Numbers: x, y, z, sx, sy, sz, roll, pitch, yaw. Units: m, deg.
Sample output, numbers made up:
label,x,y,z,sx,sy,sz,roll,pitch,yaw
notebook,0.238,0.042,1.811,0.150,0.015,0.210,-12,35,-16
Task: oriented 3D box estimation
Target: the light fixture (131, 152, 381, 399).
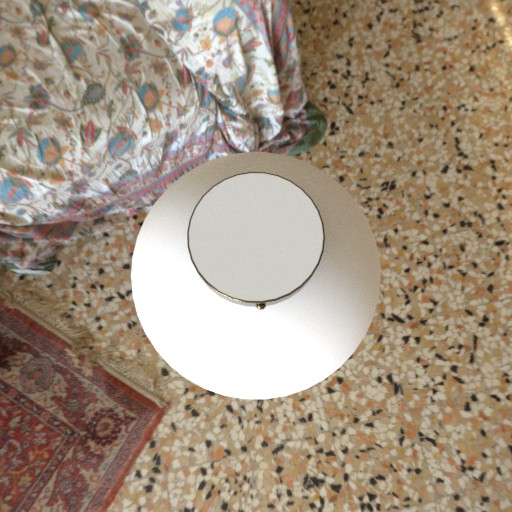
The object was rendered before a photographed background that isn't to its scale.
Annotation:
label,x,y,z,sx,sy,sz,roll,pitch,yaw
light fixture,0.000,0.000,0.561,0.355,0.177,0.355,0,75,0
